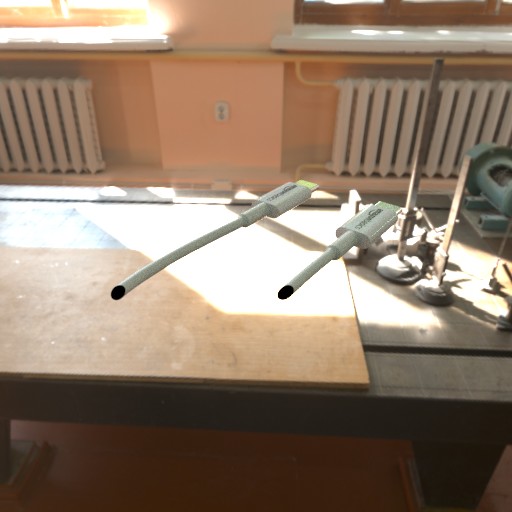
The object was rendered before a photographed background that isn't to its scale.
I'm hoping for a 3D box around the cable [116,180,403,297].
[{"bbox_3d":[0.000,0.000,0.114,0.041,0.005,0.098,22,38,32],"label":"cable"}]
